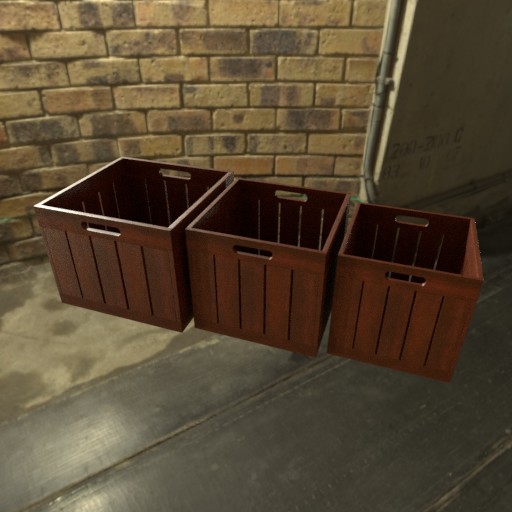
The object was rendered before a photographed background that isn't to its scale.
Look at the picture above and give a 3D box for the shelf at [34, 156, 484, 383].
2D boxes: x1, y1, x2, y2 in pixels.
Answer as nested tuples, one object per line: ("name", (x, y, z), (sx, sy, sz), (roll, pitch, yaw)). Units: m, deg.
("shelf", (0.000, 0.000, 1.220), (1.064, 0.311, 0.393), (11, 34, 16))
